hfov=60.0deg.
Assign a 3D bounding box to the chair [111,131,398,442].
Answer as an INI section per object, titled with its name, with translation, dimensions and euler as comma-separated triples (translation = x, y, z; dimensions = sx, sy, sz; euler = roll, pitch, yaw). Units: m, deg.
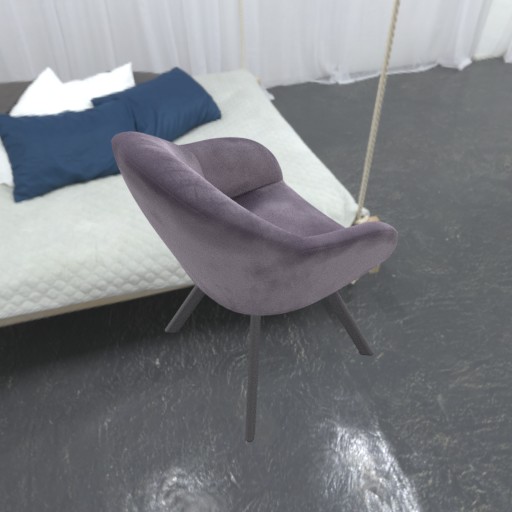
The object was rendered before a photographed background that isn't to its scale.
[chair]
translation = 0.000, 0.000, 1.182
dimensions = 0.590, 0.795, 0.550
euler = -26, 47, -27
